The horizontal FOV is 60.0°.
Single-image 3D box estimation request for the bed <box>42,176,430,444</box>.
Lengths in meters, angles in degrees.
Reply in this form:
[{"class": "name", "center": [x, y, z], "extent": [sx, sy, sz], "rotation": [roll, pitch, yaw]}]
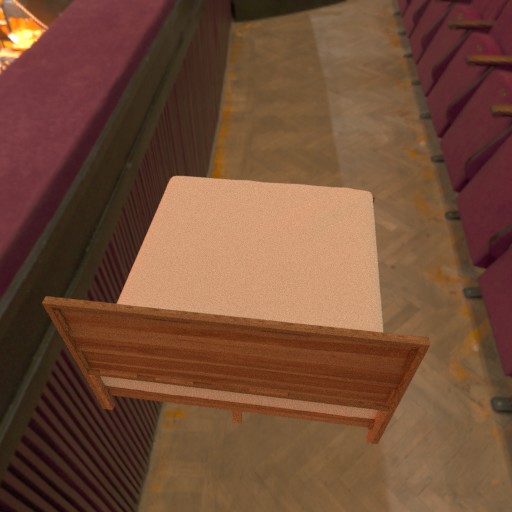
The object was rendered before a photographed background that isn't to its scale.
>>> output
[{"class": "bed", "center": [0.000, 0.000, 3.481], "extent": [2.013, 1.295, 2.184], "rotation": [5, 47, 5]}]
